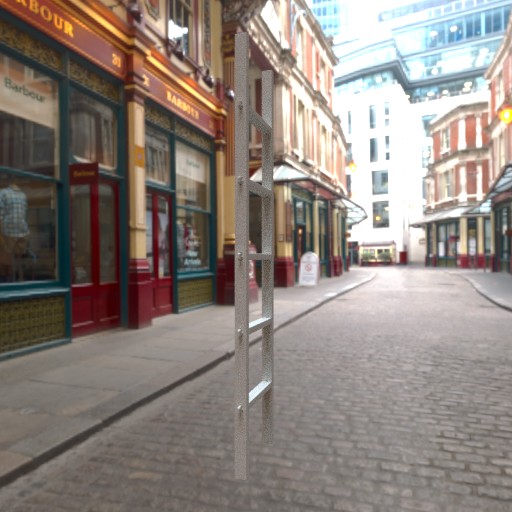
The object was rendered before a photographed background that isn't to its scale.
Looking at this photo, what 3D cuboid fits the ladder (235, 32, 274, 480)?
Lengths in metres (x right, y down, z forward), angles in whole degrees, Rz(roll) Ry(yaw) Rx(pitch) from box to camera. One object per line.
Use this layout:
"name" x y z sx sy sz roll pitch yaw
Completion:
"ladder" 0.000 0.000 1.976 0.051 1.797 0.452 0 -1 18
